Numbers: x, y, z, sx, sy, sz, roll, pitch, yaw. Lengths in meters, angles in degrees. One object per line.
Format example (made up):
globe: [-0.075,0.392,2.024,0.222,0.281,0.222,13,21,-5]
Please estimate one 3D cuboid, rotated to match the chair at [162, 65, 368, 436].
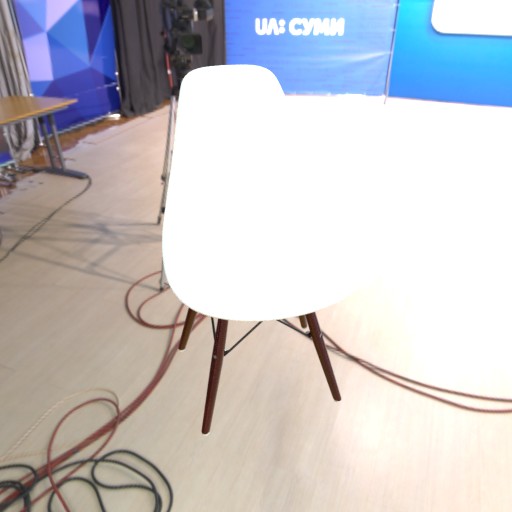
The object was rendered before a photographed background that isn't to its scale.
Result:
chair: [0.000,0.000,1.134,0.470,0.826,0.533,-9,34,-14]
